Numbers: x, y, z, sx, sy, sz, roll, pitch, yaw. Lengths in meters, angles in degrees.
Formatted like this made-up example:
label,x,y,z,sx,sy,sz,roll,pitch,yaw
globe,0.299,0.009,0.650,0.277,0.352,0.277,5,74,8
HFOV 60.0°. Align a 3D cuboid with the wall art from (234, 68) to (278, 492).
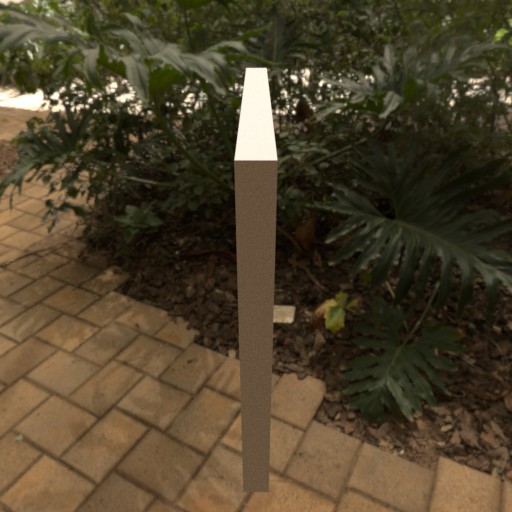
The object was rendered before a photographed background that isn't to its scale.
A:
label,x,y,z,sx,sy,sz,roll,pitch,yaw
wall art,0.000,0.000,1.878,0.098,1.291,1.289,0,31,0
